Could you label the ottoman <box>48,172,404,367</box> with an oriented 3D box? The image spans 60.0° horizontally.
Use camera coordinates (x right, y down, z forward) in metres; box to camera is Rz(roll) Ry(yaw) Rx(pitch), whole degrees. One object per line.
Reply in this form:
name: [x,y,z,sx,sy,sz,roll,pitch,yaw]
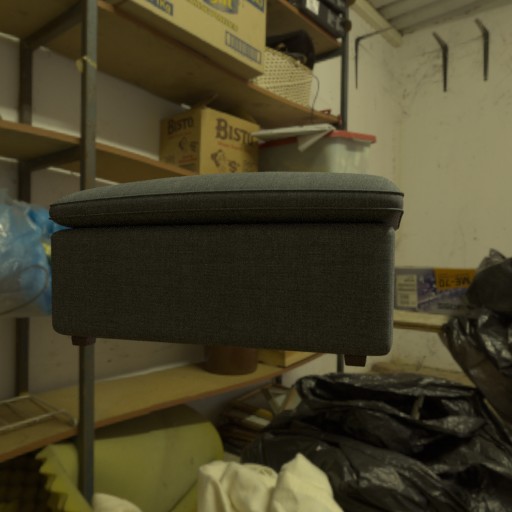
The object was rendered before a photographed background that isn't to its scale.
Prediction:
ottoman: [0.000,0.000,1.712,1.067,0.559,1.067,0,1,17]
